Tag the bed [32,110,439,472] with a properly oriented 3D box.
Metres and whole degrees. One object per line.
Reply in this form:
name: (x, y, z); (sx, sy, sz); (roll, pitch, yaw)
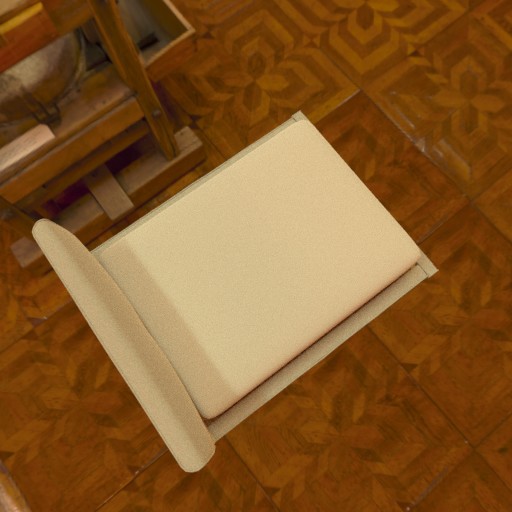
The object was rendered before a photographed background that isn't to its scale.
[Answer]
bed: (0.000, 0.000, 3.325); (2.368, 1.067, 1.840); (-36, 78, -9)
